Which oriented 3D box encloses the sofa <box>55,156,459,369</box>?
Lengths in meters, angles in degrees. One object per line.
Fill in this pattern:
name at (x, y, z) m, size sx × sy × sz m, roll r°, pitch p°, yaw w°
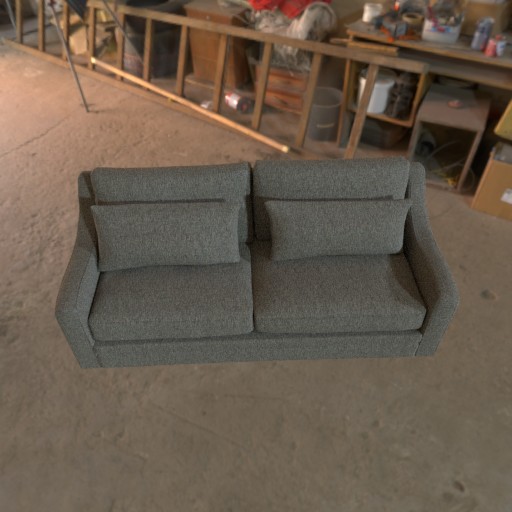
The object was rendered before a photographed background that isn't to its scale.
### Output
sofa at (0.000, 0.000, 2.980) m, size 2.418 × 0.998 × 1.103 m, roll -2°, pitch 46°, yaw -2°
